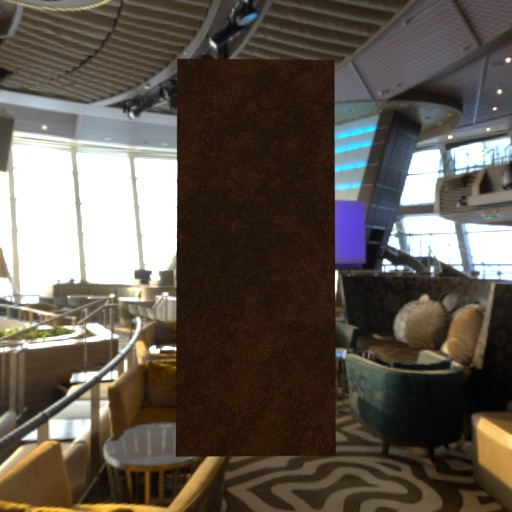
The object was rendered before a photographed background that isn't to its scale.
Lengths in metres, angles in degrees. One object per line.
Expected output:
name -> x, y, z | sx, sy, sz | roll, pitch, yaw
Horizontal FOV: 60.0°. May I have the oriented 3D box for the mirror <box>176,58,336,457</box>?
mirror -> 0.000, 0.000, 2.283 | 0.812, 2.031, 0.032 | 0, -1, -1
